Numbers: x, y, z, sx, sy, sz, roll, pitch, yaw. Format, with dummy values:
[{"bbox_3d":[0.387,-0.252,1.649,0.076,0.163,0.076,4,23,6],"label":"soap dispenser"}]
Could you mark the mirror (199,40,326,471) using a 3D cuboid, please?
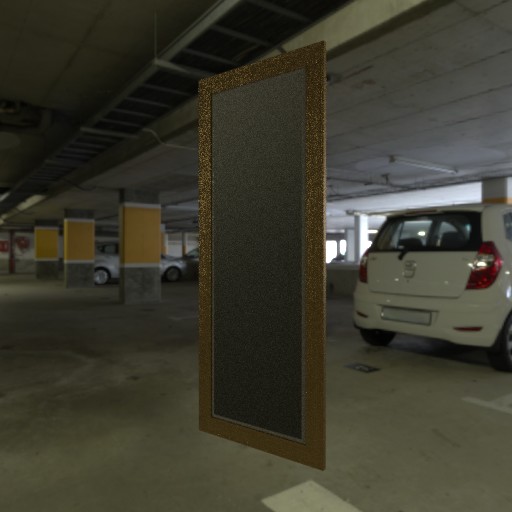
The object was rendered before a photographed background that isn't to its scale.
[{"bbox_3d":[0.000,0.000,2.343,0.812,2.031,0.025,0,0,37],"label":"mirror"}]
